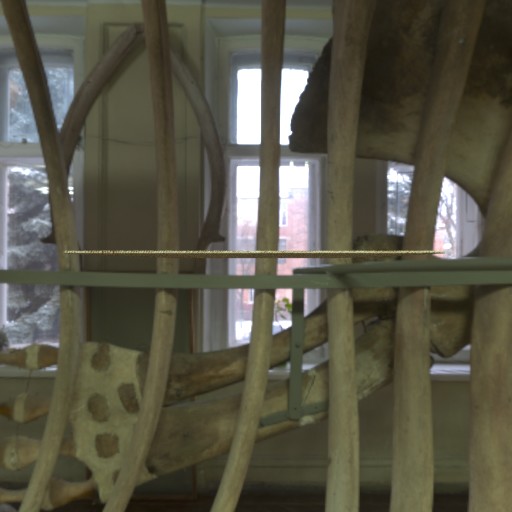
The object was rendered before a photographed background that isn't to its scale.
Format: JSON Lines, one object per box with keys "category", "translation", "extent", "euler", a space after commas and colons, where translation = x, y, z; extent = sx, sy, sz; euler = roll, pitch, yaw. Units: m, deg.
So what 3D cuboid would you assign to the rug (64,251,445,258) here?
{"category": "rug", "translation": [0.000, 0.000, 2.983], "extent": [1.533, 0.011, 2.439], "euler": [0, -1, 0]}
